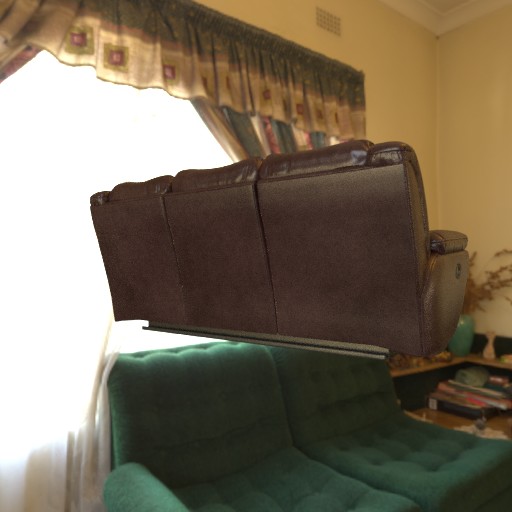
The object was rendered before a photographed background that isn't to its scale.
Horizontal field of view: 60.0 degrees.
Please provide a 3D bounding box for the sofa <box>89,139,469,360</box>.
[{"bbox_3d":[0.000,0.000,2.824,2.337,1.043,0.991,-1,-2,36],"label":"sofa"}]
